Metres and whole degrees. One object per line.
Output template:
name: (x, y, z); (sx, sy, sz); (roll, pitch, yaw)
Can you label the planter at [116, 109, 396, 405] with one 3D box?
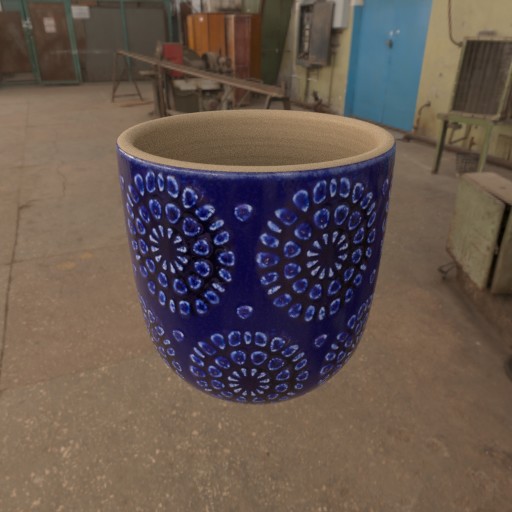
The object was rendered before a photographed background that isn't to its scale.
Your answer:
planter: (0.000, 0.000, 0.202); (0.109, 0.112, 0.109); (0, 27, 0)
